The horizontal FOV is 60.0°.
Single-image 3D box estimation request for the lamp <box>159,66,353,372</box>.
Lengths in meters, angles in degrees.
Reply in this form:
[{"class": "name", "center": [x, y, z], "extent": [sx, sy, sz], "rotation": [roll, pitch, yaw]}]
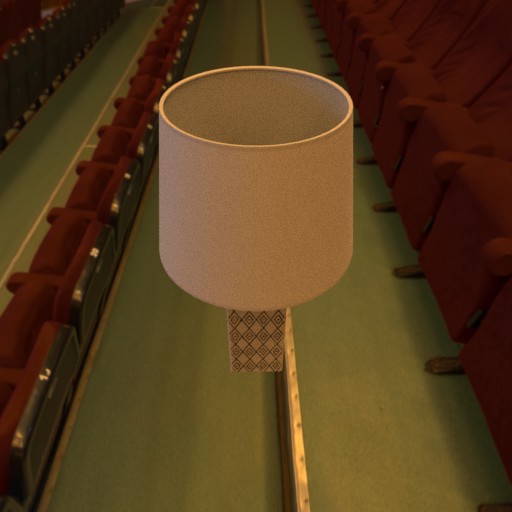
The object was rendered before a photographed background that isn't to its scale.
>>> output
[{"class": "lamp", "center": [0.000, 0.000, 0.604], "extent": [0.251, 0.435, 0.251], "rotation": [0, 42, 0]}]
